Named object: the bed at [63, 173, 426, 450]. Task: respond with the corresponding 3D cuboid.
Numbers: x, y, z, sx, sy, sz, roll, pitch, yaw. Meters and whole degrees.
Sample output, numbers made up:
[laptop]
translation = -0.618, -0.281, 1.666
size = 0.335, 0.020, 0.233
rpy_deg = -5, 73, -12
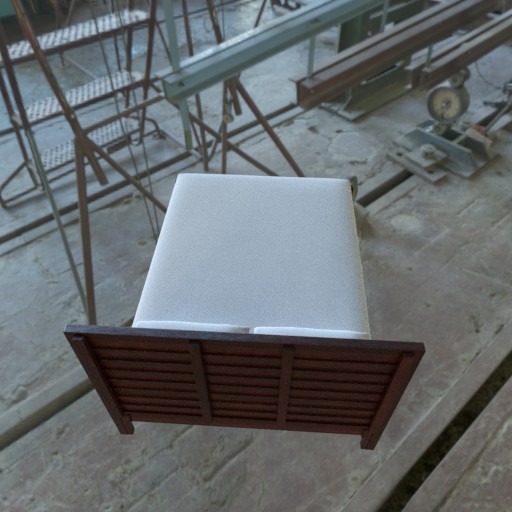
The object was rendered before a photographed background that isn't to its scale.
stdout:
[bed]
translation = 0.000, 0.000, 3.955
size = 2.040, 1.492, 2.803
rpy_deg = 3, 47, 2
